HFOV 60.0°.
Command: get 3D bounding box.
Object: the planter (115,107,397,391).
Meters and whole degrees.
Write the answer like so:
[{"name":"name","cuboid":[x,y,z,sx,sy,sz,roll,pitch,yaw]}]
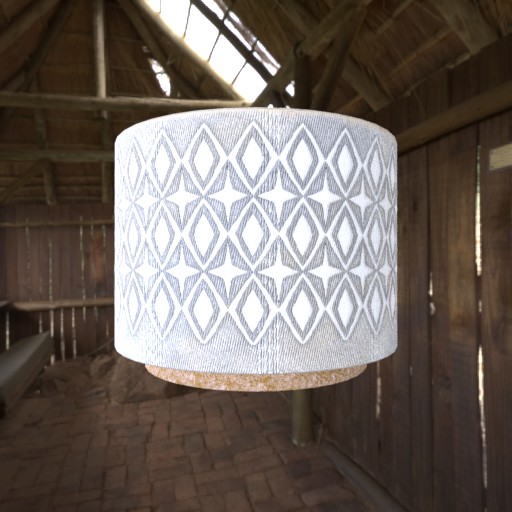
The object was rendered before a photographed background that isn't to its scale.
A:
[{"name":"planter","cuboid":[0.000,0.000,0.271,0.164,0.127,0.164,0,0,0]}]
